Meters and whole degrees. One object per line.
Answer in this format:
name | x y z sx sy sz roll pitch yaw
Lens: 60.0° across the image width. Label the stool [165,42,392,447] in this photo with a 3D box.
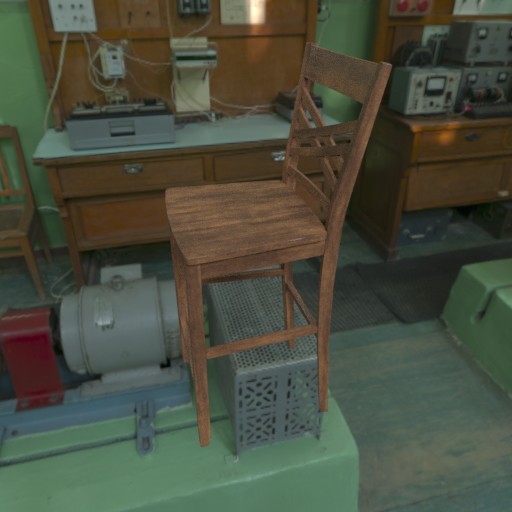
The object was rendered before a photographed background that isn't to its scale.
stool | 0.000 0.000 1.322 0.487 1.105 0.433 -8 32 -14
